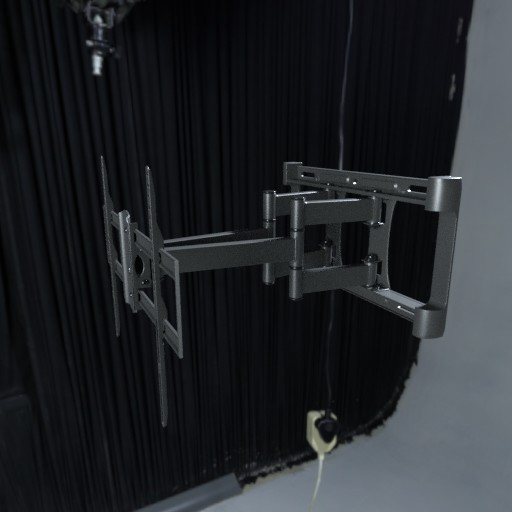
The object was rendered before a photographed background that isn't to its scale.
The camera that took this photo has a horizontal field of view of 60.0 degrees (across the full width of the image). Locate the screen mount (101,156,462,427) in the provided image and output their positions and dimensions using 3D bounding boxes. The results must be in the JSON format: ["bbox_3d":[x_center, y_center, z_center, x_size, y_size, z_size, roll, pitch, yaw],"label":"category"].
[{"bbox_3d":[0.000,0.000,1.120,0.644,0.491,0.661,-8,17,-27],"label":"screen mount"}]
